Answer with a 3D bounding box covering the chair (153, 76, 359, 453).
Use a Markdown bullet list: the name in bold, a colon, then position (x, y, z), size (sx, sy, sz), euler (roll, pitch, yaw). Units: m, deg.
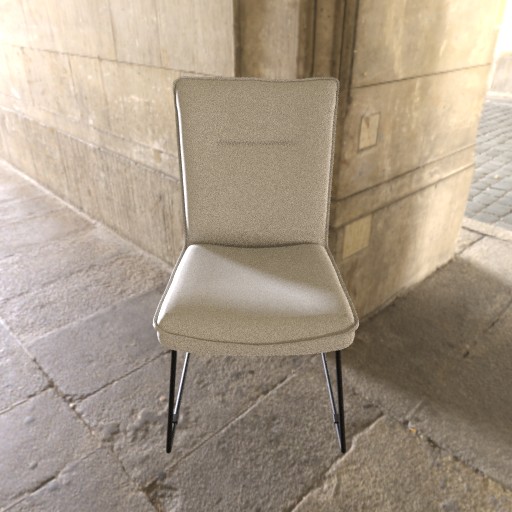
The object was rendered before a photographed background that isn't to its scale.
- **chair**: position (0.000, 0.000, 1.327), size (0.515, 0.930, 0.688), euler (0, 29, 0)
